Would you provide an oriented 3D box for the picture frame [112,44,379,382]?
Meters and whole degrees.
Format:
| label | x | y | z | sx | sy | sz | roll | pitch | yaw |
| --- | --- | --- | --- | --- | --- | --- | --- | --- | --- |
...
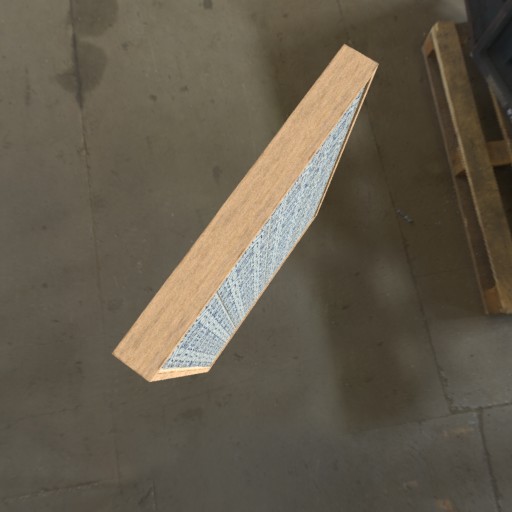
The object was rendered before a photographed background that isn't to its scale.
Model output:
| label | x | y | z | sx | sy | sz | roll | pitch | yaw |
| --- | --- | --- | --- | --- | --- | --- | --- | --- | --- |
| picture frame | 0.000 | 0.000 | 0.719 | 0.046 | 0.526 | 0.421 | 34 | 79 | 8 |
